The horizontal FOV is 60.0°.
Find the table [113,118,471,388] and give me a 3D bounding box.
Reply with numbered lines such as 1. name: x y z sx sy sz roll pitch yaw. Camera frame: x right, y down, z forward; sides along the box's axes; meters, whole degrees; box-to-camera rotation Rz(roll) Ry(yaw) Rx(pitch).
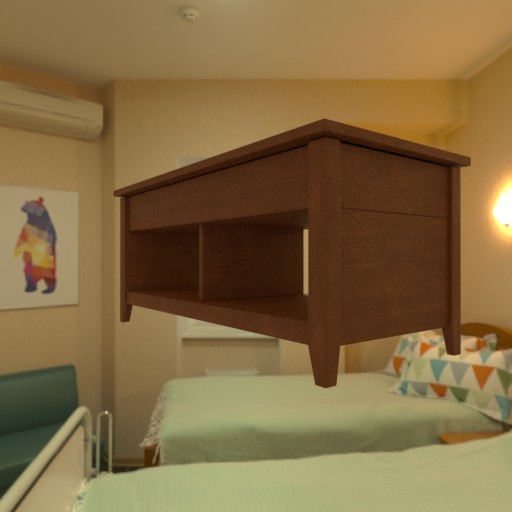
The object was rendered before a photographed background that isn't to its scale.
1. table: 0.000 0.000 1.287 0.483 0.457 1.016 0 0 -37
